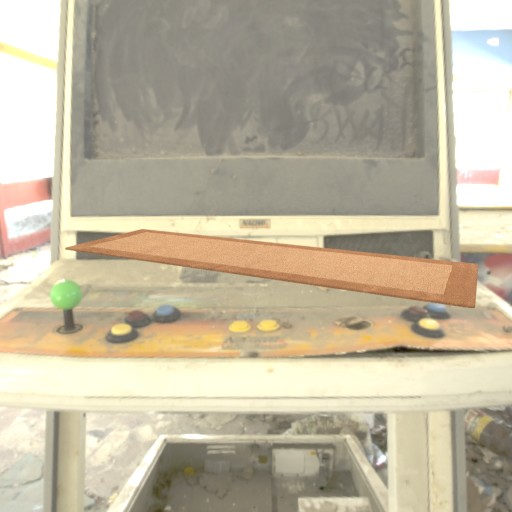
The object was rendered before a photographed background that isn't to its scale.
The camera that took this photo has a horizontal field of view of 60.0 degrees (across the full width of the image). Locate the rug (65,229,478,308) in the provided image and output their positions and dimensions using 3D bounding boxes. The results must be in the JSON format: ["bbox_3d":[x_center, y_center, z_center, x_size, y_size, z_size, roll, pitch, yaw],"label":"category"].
[{"bbox_3d":[0.000,0.000,2.718,2.439,0.017,0.764,7,16,26],"label":"rug"}]
